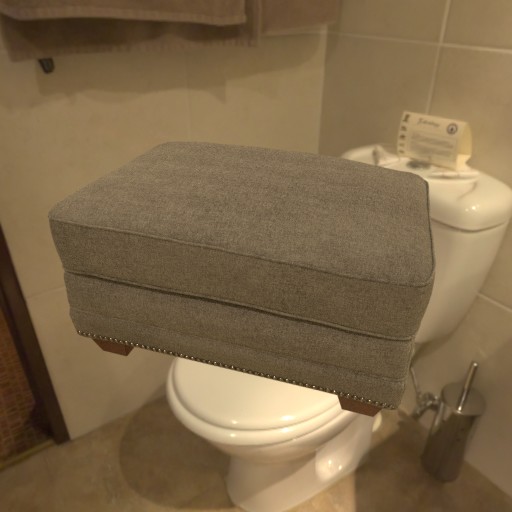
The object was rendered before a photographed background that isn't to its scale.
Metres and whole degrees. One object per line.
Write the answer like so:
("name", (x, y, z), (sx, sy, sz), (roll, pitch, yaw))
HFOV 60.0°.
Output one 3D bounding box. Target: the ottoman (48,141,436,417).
("ottoman", (0.000, 0.000, 1.146), (0.813, 0.457, 0.561), (9, 32, 15))
